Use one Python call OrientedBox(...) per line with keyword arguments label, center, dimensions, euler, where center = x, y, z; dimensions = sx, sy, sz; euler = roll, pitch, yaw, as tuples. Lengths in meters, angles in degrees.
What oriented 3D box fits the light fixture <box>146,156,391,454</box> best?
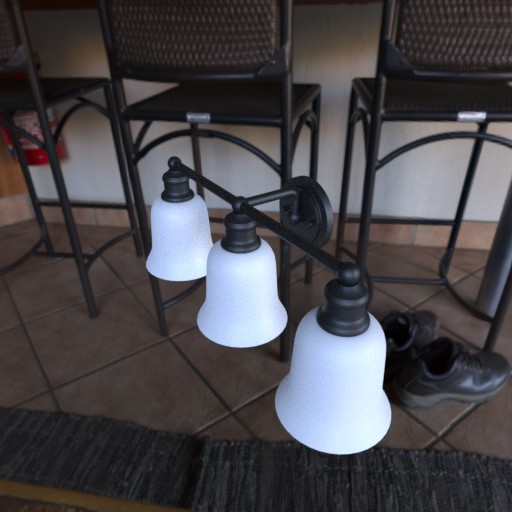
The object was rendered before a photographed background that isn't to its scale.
OrientedBox(label="light fixture", center=(0.000, 0.000, 0.674), dimensions=(0.198, 0.211, 0.570), euler=(-19, 35, -29))
